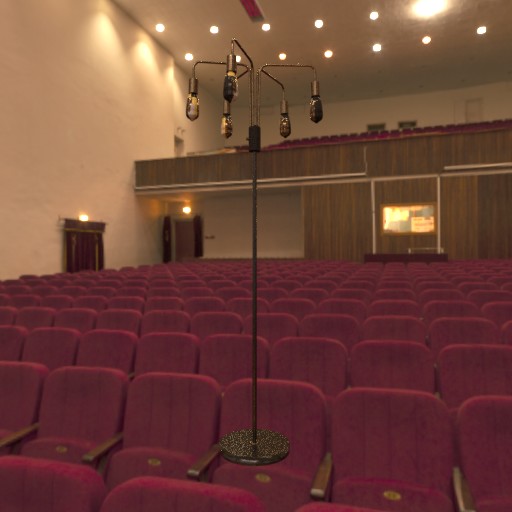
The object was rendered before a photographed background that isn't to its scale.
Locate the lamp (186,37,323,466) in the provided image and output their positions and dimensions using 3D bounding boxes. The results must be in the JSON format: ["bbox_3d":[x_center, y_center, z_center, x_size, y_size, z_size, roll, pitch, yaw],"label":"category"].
[{"bbox_3d":[0.000,0.000,1.968,0.572,1.721,0.599,0,-1,18],"label":"lamp"}]
